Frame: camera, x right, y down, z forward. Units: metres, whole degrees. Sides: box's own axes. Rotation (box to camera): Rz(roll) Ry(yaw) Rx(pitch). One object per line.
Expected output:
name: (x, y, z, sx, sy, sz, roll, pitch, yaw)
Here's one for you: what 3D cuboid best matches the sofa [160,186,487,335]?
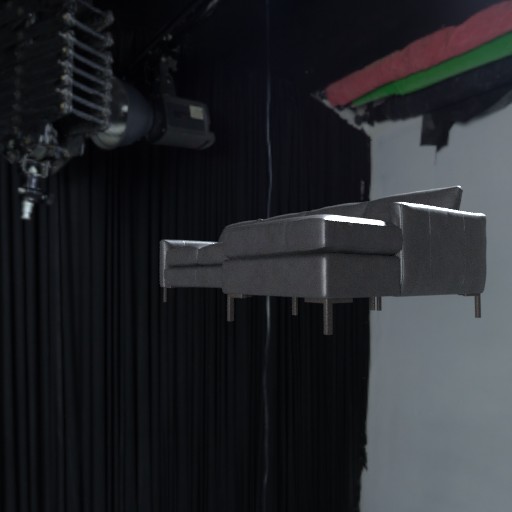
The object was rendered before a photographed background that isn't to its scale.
sofa: (0.000, 0.000, 3.570, 1.471, 0.859, 2.993, 2, -4, -37)
